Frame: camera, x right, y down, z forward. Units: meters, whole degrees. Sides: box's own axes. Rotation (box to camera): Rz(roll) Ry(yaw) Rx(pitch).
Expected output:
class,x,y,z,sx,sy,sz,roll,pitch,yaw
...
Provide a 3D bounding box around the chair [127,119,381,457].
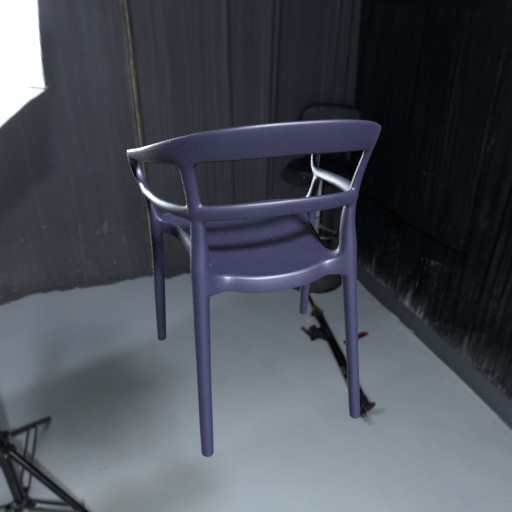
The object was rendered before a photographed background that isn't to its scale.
class,x,y,z,sx,sy,sz,roll,pitch,yaw
chair,0.000,0.000,1.132,0.559,0.761,0.527,-8,28,-15
